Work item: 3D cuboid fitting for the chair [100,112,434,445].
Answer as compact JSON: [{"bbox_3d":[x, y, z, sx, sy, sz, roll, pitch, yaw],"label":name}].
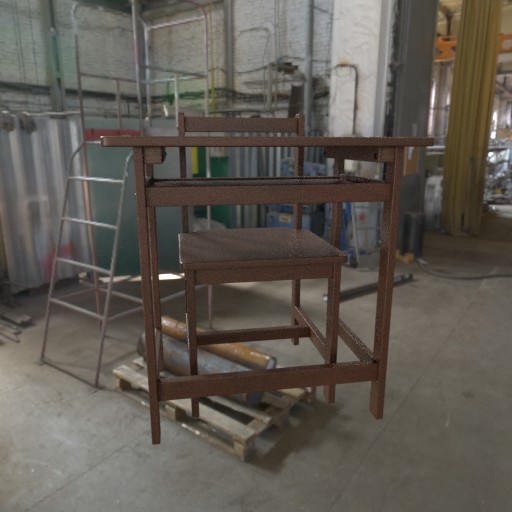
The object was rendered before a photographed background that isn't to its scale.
[{"bbox_3d":[0.000,0.000,1.053,0.599,0.673,0.463,-2,14,-10],"label":"chair"}]
